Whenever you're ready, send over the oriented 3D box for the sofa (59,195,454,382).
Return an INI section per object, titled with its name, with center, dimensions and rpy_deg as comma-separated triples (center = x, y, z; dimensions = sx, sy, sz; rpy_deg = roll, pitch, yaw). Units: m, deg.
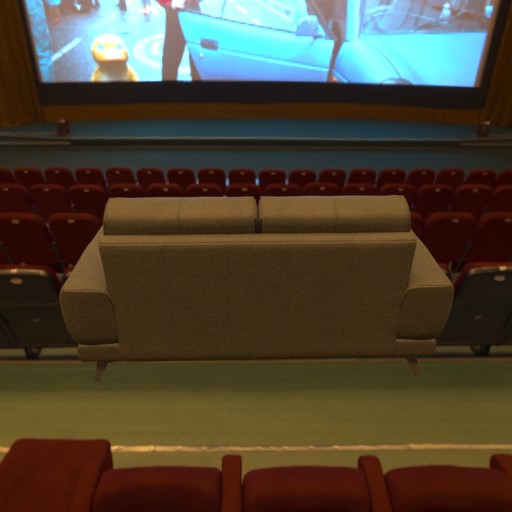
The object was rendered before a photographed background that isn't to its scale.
[sofa]
center = 0.000, 0.000, 2.428
dimensions = 1.806, 0.907, 1.018
rpy_deg = -1, 28, -1
